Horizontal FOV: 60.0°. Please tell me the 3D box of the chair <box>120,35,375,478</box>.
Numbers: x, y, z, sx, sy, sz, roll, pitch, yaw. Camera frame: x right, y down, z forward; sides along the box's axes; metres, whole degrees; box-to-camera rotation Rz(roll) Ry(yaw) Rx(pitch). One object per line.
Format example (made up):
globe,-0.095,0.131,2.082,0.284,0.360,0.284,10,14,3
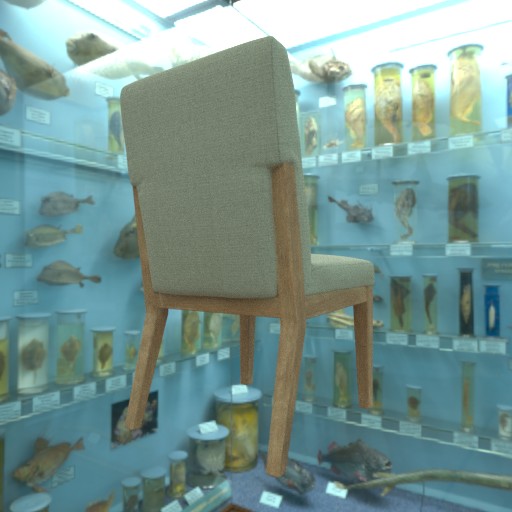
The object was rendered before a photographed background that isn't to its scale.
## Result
chair,0.000,0.000,1.257,0.507,0.911,0.586,-1,-1,35
